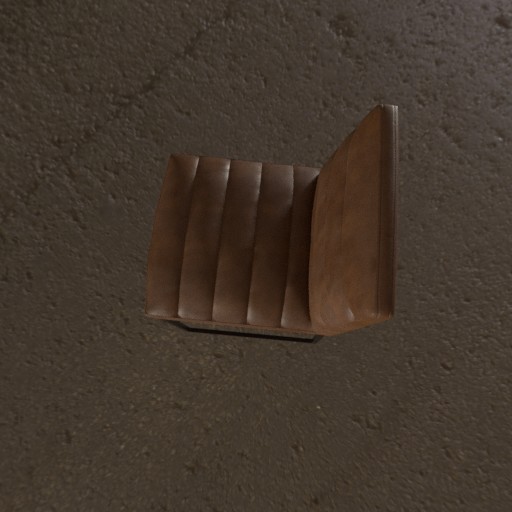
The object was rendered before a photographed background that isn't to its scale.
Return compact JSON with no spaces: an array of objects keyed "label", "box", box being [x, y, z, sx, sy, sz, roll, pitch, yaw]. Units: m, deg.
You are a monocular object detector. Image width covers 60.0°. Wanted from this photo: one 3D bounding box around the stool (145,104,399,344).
[{"label":"stool","box":[0.000,0.000,1.361,0.562,1.065,0.463,5,76,1]}]
